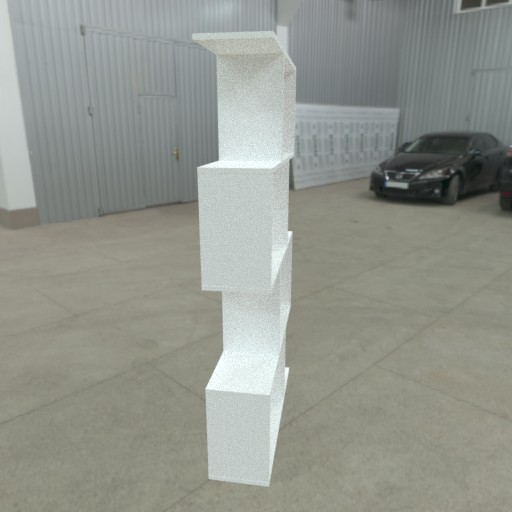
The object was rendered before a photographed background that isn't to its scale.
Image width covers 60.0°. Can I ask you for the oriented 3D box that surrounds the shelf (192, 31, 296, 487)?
[{"bbox_3d":[0.000,0.000,1.977,0.250,1.650,0.890,3,17,9],"label":"shelf"}]
